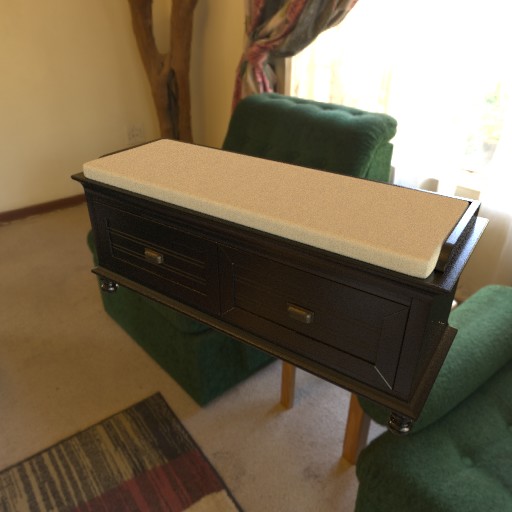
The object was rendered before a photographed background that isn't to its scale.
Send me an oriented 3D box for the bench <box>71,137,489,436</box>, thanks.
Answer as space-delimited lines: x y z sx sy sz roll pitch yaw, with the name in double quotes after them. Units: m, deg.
0.000 0.000 1.390 1.185 0.501 0.402 19 34 29 "bench"
